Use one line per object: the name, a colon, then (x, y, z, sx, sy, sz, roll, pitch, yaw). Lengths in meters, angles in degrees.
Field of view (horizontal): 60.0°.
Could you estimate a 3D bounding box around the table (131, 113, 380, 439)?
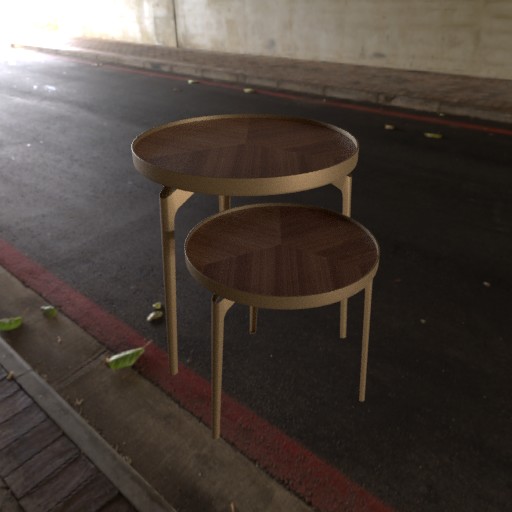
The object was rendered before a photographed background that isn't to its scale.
table: (0.000, 0.000, 1.132, 0.532, 0.555, 0.751, -9, 32, -15)
